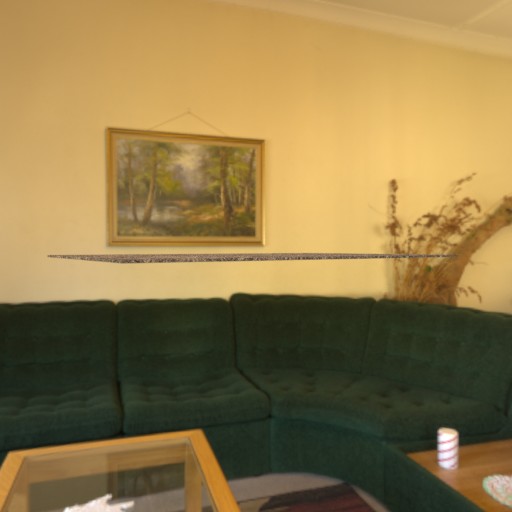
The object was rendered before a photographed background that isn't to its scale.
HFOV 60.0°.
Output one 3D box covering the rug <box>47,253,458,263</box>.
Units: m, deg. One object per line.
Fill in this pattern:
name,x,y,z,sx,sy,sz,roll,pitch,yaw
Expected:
rug,0.000,0.000,2.318,1.808,0.011,1.189,-1,1,-35
